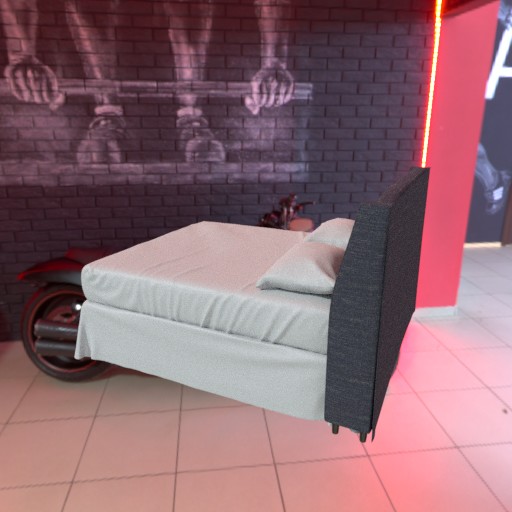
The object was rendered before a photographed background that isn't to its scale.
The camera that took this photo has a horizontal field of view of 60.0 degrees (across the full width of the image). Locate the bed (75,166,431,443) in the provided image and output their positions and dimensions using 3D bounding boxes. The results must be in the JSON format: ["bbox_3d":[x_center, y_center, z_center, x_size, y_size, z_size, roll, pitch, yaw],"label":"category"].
[{"bbox_3d":[0.000,0.000,3.447,2.276,1.332,1.925,8,19,24],"label":"bed"}]
